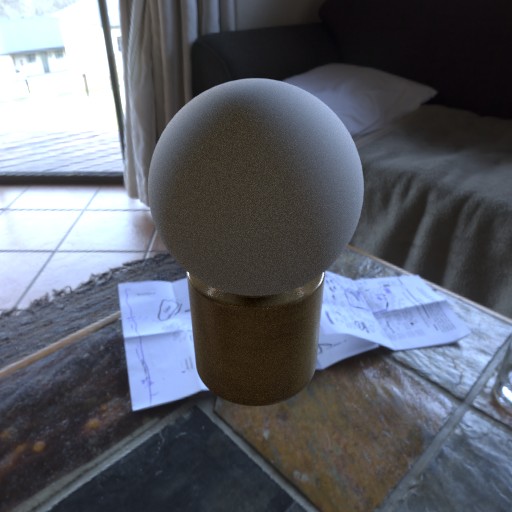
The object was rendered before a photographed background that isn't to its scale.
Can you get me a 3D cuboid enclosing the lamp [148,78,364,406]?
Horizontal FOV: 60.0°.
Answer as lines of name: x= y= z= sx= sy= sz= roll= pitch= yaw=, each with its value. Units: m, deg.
lamp: x=0.000 y=0.000 z=0.332 sx=0.141 sy=0.250 sz=0.152 roll=1 pitch=32 yaw=1
